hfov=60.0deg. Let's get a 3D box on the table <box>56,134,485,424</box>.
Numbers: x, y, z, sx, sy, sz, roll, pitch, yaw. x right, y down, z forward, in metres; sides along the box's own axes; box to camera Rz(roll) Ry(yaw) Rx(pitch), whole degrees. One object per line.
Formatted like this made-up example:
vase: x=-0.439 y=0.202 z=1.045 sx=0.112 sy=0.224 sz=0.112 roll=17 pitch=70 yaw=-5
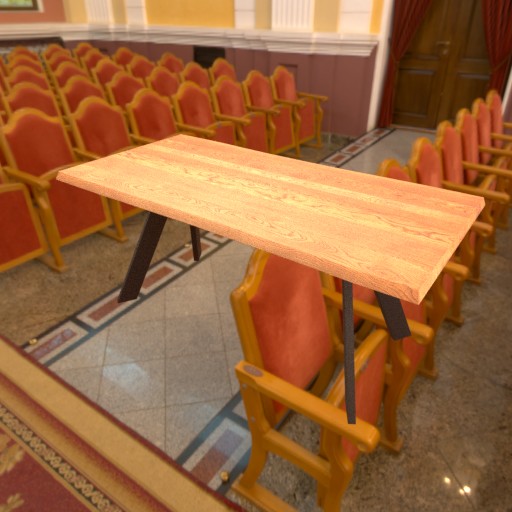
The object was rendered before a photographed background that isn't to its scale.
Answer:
table: x=0.000 y=0.000 z=2.229 sx=1.800 sy=0.770 sz=0.900 roll=20 pitch=35 yaw=30
